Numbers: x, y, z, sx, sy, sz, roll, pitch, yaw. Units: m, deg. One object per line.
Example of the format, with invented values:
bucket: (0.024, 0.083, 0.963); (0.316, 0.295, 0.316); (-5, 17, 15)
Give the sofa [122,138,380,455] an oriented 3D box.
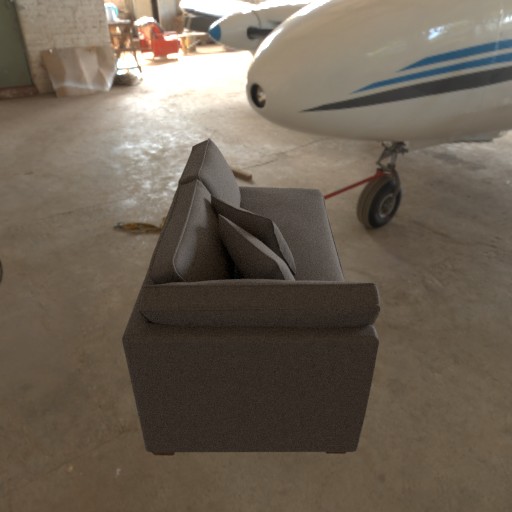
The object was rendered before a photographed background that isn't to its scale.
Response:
sofa: (0.000, 0.000, 2.890); (1.110, 1.033, 2.237); (0, 32, 0)
